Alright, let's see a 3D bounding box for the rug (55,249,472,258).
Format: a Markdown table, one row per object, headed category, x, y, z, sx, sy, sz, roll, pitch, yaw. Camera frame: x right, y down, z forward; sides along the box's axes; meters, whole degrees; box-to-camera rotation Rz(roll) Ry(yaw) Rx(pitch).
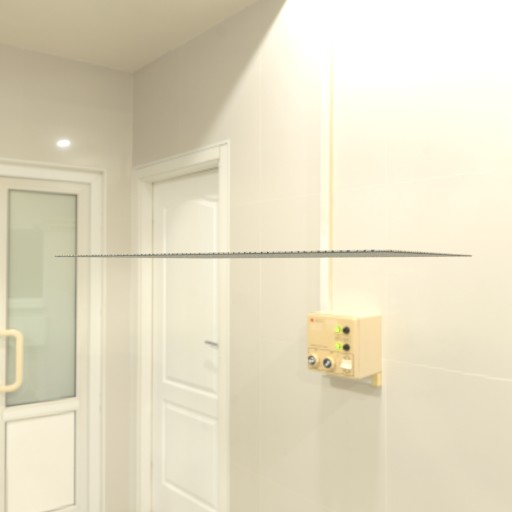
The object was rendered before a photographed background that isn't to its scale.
| category | x | y | z | sx | sy | sz | roll | pitch | yaw |
| --- | --- | --- | --- | --- | --- | --- | --- | --- | --- |
| rug | 0.000 | 0.000 | 2.195 | 1.752 | 0.008 | 1.144 | -1 | -1 | 37 |
